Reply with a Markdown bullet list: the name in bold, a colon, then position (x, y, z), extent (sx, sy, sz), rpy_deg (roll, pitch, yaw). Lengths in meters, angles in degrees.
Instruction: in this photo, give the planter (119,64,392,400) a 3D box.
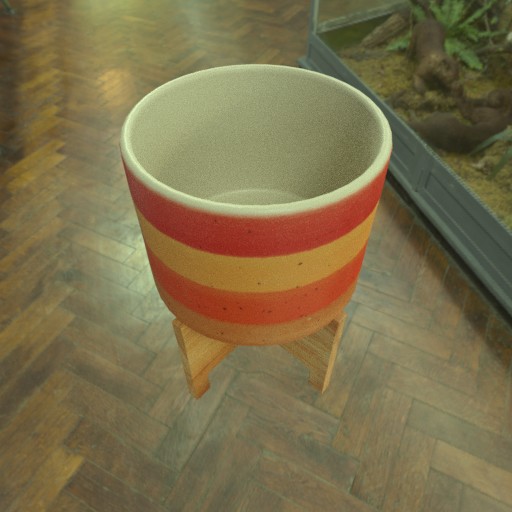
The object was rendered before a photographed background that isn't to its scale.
- **planter**: position (0.000, 0.000, 0.562), extent (0.269, 0.379, 0.269), rpy_deg (0, 47, 0)
